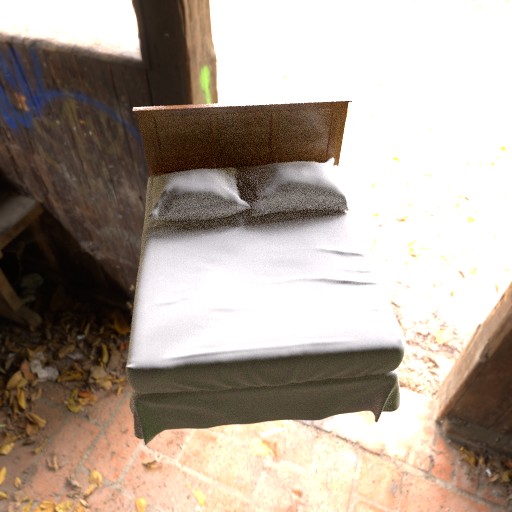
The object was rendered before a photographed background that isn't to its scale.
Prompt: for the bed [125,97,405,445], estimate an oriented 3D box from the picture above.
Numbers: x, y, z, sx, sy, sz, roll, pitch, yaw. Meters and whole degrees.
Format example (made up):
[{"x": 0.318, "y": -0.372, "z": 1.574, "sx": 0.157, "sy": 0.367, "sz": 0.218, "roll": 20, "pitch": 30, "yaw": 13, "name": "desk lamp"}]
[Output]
[{"x": 0.000, "y": 0.000, "z": 3.130, "sx": 1.870, "sy": 1.273, "sz": 2.035, "roll": -4, "pitch": 47, "yaw": -4, "name": "bed"}]
